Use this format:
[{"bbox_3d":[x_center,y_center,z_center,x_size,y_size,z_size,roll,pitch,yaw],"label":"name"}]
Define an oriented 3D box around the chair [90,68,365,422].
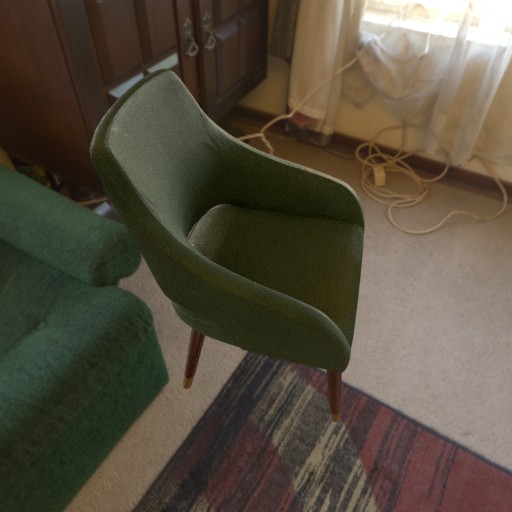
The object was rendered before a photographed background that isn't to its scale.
[{"bbox_3d":[0.000,0.000,1.550,0.794,1.081,0.683,10,47,9],"label":"chair"}]
